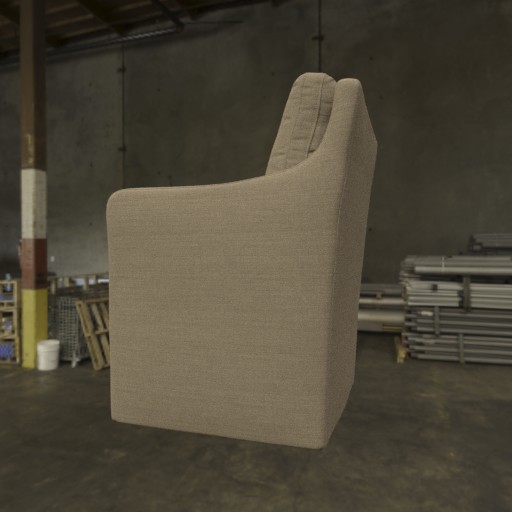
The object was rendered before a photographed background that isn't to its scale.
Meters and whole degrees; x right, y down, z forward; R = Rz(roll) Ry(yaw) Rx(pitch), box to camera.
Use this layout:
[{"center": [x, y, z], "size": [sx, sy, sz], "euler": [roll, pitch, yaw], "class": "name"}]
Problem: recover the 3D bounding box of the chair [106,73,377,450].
[{"center": [0.000, 0.000, 1.376], "size": [0.694, 0.914, 0.626], "euler": [0, 0, 19], "class": "chair"}]
